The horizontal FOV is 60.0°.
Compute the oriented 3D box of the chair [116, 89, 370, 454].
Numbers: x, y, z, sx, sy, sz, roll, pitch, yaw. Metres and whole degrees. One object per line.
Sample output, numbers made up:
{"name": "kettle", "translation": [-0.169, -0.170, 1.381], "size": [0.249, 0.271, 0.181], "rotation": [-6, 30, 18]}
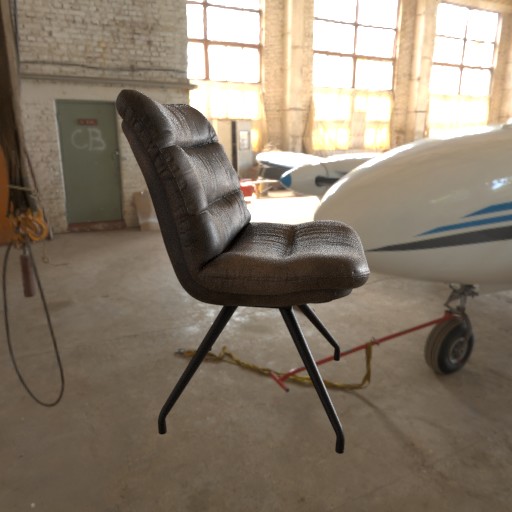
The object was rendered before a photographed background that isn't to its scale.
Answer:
{"name": "chair", "translation": [0.000, 0.000, 1.270], "size": [0.622, 0.870, 0.549], "rotation": [2, 16, 9]}
